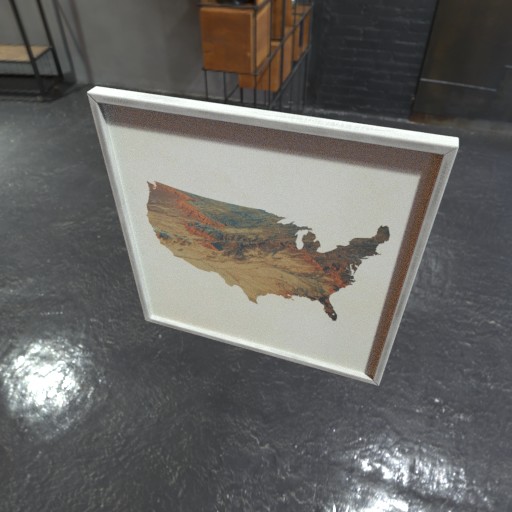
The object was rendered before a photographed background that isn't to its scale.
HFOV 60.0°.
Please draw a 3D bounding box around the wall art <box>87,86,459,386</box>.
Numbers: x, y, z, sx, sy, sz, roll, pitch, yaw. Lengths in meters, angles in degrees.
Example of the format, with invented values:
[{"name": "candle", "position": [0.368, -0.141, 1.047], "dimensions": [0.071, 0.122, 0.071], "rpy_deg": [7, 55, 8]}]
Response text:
[{"name": "wall art", "position": [0.000, 0.000, 0.450], "dimensions": [0.303, 0.303, 0.015], "rpy_deg": [13, 43, 14]}]
